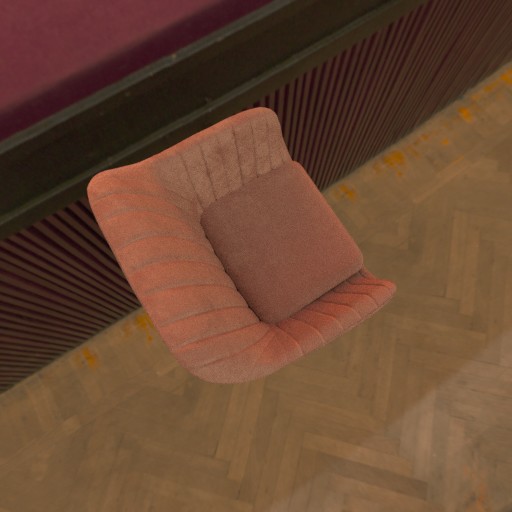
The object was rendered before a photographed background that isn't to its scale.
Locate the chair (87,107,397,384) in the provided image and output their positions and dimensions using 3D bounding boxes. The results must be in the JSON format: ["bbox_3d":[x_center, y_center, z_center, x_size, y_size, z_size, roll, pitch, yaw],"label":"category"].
[{"bbox_3d":[0.000,0.000,1.252,0.570,0.832,0.610,-31,77,-8],"label":"chair"}]
